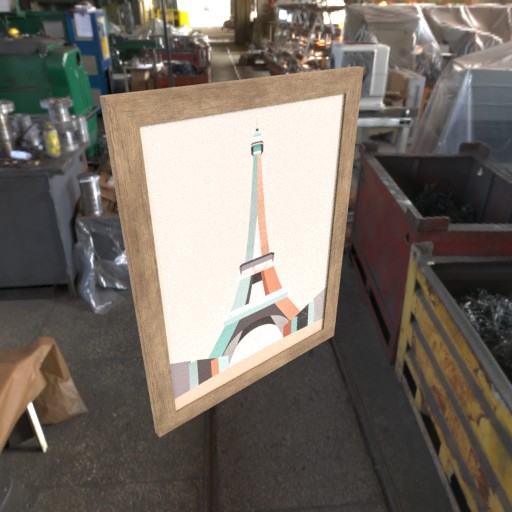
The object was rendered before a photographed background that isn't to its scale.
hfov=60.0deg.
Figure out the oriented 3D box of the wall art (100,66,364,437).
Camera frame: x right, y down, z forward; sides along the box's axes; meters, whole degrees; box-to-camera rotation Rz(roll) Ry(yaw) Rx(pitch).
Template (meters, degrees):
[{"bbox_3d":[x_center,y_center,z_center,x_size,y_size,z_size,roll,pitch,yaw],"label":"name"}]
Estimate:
[{"bbox_3d":[0.000,0.000,0.915,0.534,0.686,0.018,-21,36,-33],"label":"wall art"}]
